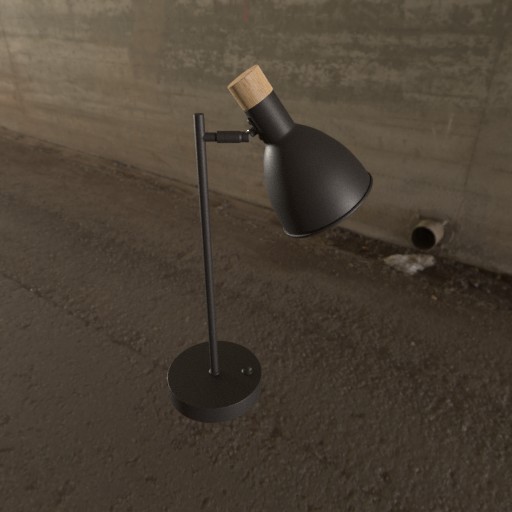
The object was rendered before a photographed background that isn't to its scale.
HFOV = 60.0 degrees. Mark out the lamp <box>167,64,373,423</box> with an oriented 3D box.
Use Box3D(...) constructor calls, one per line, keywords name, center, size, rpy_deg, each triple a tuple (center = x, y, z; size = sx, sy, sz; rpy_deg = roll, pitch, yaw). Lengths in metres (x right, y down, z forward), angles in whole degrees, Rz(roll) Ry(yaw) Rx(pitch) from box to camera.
Box3D(name="lamp", center=(0.000, 0.000, 0.605), size=(0.287, 0.483, 0.152), rpy_deg=(-1, 30, -1))
